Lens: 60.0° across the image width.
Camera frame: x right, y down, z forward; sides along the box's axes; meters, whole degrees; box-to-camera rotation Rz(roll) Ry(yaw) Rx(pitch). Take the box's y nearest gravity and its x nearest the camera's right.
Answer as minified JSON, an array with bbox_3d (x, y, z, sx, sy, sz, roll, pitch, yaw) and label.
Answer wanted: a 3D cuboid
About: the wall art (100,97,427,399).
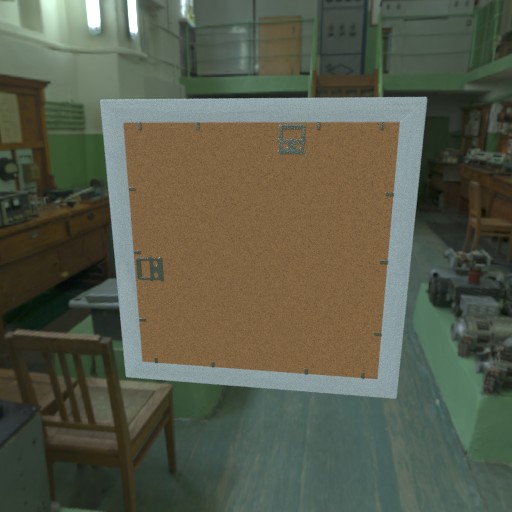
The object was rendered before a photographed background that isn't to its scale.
[{"bbox_3d":[0.000,0.000,0.872,0.584,0.584,0.013,2,16,8],"label":"wall art"}]
